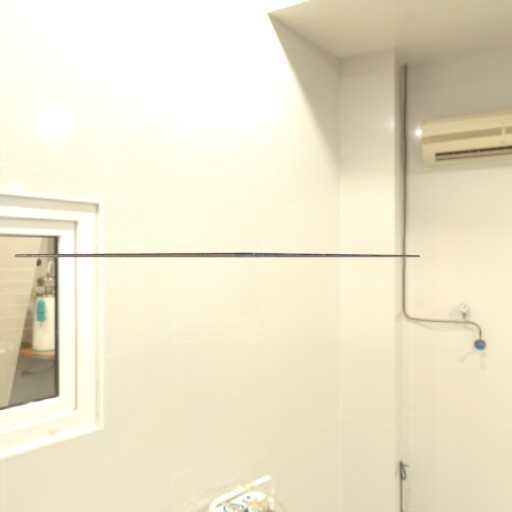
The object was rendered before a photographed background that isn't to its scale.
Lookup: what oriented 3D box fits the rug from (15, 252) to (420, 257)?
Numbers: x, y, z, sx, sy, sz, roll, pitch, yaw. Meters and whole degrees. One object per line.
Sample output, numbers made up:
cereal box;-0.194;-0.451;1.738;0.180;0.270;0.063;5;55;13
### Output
rug;0.000;0.000;3.008;1.539;0.018;2.449;0;0;35
